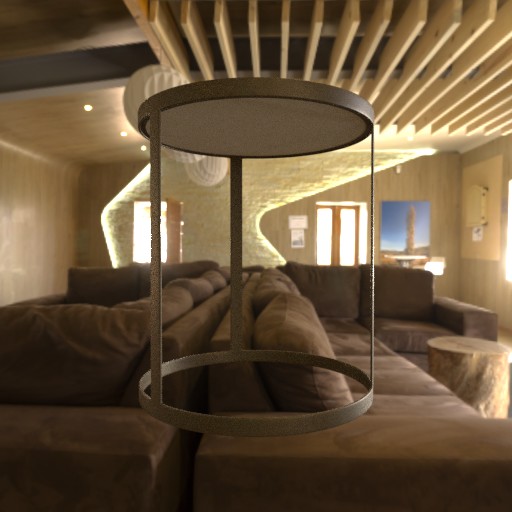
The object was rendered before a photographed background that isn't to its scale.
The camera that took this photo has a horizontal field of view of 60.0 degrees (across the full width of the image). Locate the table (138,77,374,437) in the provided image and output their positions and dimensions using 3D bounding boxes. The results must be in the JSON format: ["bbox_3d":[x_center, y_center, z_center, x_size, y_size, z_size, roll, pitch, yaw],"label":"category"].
[{"bbox_3d":[0.000,0.000,0.935,0.480,0.565,0.480,0,1,0],"label":"table"}]
